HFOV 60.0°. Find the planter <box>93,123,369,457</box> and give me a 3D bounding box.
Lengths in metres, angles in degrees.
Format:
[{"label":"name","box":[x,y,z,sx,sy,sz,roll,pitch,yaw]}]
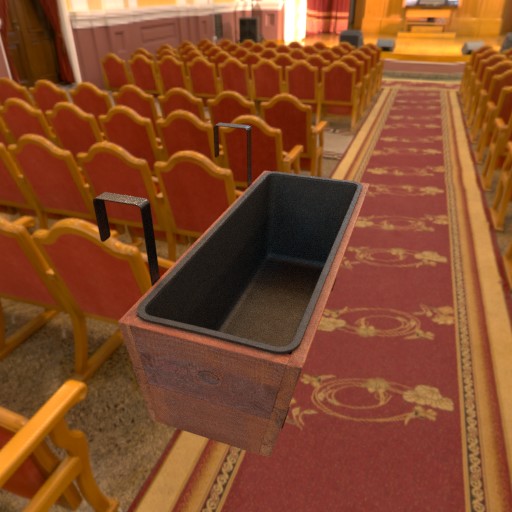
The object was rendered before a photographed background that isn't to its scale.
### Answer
[{"label":"planter","box":[0.000,0.000,0.660,0.262,0.289,0.480,10,33,17]}]
